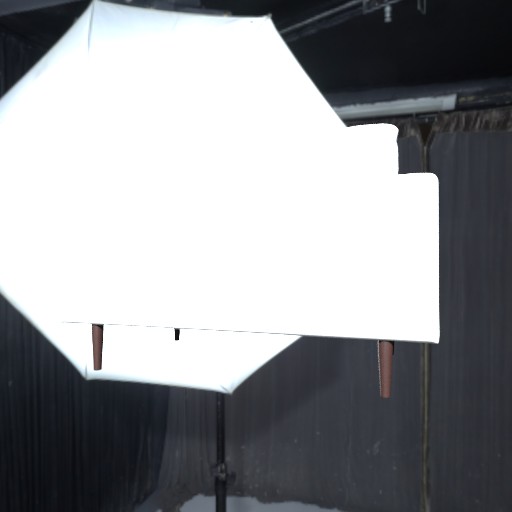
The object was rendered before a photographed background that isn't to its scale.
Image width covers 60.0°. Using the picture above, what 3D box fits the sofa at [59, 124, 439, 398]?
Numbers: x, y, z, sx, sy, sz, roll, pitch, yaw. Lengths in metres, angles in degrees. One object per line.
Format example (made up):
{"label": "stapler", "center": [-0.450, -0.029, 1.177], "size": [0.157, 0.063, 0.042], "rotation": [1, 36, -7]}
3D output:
{"label": "sofa", "center": [0.000, 0.000, 1.934], "size": [1.430, 0.908, 0.796], "rotation": [0, 0, 18]}
